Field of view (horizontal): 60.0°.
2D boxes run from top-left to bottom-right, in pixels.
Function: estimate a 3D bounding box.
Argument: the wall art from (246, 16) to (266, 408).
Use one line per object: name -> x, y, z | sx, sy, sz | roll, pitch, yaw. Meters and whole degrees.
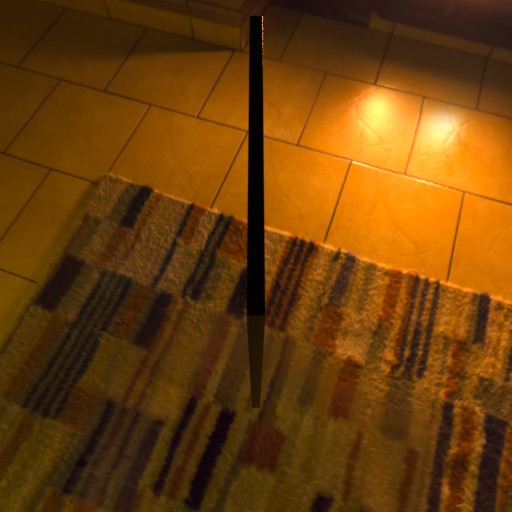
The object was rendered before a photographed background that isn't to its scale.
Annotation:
wall art -> 0.000, 0.000, 0.554 | 0.013, 0.432, 0.304 | 0, 63, 0
